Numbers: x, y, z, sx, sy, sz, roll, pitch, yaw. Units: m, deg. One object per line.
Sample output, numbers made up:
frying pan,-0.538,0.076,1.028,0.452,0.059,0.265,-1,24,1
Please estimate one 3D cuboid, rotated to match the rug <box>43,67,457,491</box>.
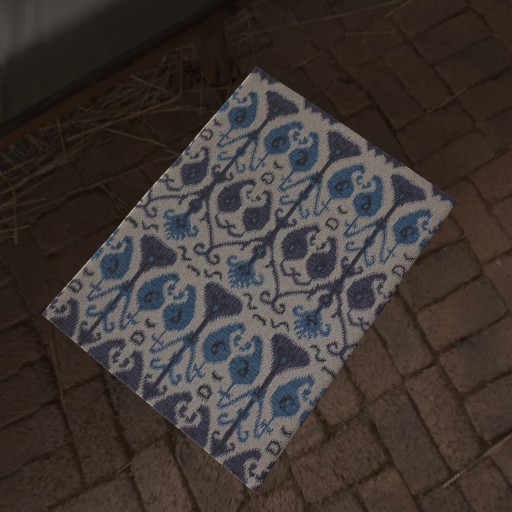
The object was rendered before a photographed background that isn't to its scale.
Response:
rug,0.000,0.000,4.145,2.443,0.024,3.228,37,80,8
